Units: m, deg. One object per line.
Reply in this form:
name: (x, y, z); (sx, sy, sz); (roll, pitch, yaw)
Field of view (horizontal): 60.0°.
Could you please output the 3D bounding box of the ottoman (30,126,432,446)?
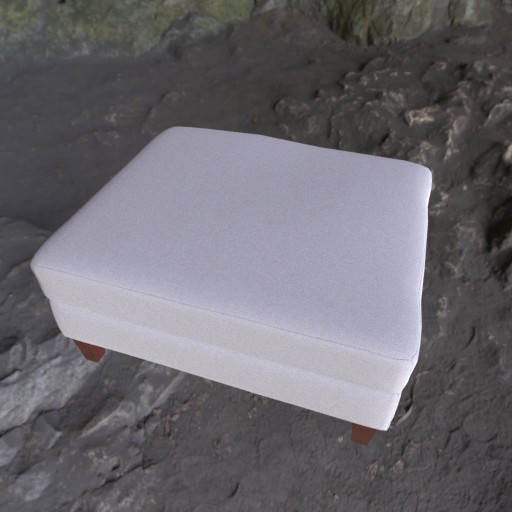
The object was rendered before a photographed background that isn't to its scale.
ottoman: (0.000, 0.000, 1.424); (0.976, 0.492, 0.836); (13, 44, 13)
